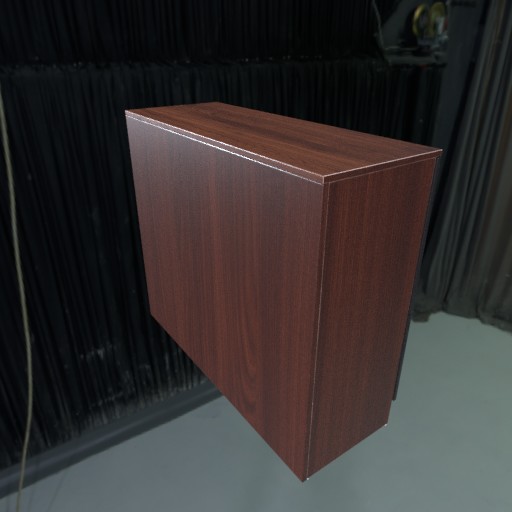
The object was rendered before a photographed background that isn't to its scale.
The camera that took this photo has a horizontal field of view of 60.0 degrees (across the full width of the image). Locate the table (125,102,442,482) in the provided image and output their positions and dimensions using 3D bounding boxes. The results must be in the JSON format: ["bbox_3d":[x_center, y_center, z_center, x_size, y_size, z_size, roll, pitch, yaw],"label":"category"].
[{"bbox_3d":[0.000,0.000,1.373,0.380,0.790,0.930,-18,31,-31],"label":"table"}]
